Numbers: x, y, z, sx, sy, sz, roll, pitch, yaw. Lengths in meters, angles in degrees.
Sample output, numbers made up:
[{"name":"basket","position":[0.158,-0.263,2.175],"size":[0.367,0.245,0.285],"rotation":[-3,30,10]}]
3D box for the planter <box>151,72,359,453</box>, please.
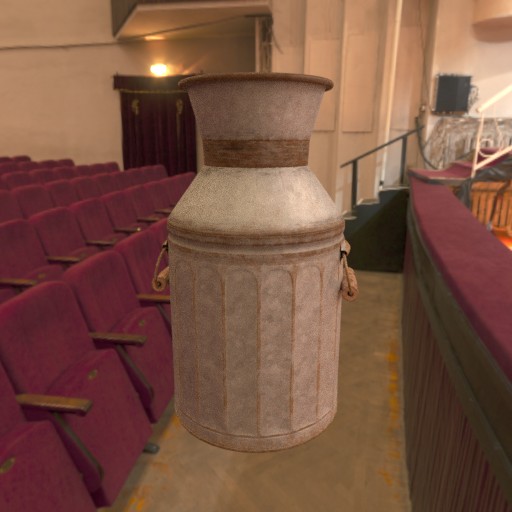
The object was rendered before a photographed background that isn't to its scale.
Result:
[{"name":"planter","position":[0.000,0.000,0.541],"size":[0.245,0.396,0.214],"rotation":[2,15,8]}]
